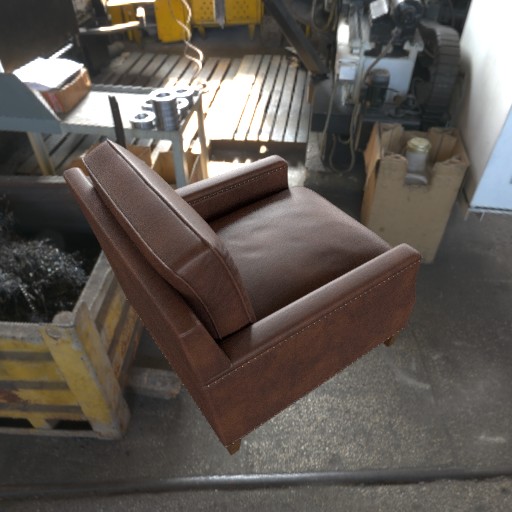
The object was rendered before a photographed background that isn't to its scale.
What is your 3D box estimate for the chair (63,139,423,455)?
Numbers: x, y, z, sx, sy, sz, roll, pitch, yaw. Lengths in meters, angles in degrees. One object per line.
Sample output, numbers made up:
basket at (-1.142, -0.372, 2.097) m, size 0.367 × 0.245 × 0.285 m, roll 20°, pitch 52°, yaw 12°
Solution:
chair at (0.000, 0.000, 1.681) m, size 1.014 × 0.929 × 0.853 m, roll -25°, pitch 48°, yaw -25°
